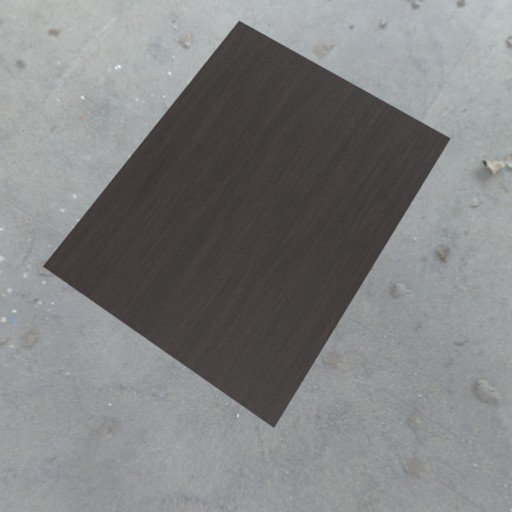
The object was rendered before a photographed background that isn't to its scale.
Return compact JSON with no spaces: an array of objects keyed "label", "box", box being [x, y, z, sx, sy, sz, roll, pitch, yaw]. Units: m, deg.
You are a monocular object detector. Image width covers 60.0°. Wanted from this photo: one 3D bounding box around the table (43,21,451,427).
[{"label":"table","box":[0.000,0.000,0.936,0.381,0.635,0.480,33,78,8]}]
